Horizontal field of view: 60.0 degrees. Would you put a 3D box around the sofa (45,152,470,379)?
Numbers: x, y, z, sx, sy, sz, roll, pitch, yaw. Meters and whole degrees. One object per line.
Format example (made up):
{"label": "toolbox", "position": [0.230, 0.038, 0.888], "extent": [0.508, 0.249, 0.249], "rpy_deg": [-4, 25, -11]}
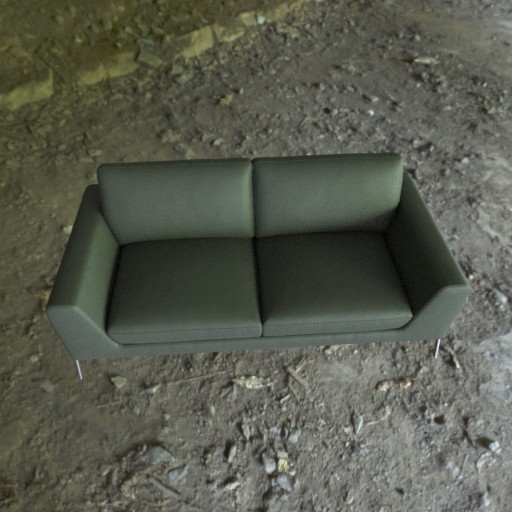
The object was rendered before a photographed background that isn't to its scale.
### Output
{"label": "sofa", "position": [0.000, 0.000, 2.502], "extent": [2.017, 0.875, 0.953], "rpy_deg": [-3, 46, -3]}
